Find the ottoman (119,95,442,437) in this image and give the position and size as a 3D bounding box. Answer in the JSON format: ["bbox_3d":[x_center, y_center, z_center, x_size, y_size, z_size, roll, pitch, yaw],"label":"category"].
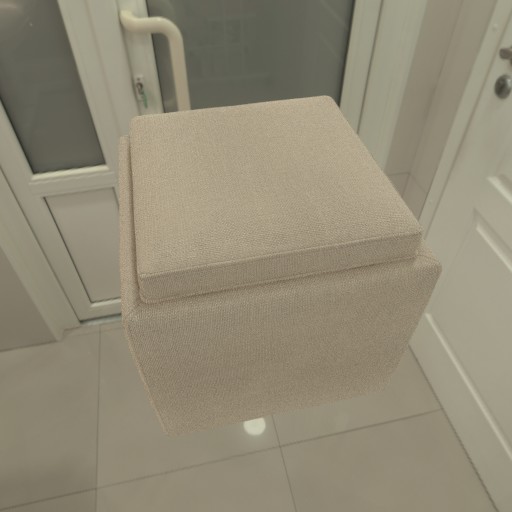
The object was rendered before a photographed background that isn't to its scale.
[{"bbox_3d":[0.000,0.000,0.833,0.450,0.460,0.451,-9,47,-9],"label":"ottoman"}]
